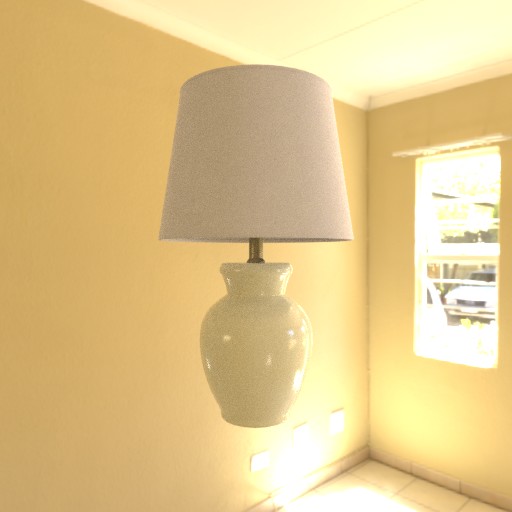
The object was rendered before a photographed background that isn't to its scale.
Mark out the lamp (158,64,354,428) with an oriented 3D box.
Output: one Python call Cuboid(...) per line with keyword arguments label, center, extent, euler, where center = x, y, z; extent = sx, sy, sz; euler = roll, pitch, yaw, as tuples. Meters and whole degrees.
Cuboid(label="lamp", center=(0.000, 0.000, 0.555), extent=(0.239, 0.399, 0.239), euler=(0, 0, 0))
